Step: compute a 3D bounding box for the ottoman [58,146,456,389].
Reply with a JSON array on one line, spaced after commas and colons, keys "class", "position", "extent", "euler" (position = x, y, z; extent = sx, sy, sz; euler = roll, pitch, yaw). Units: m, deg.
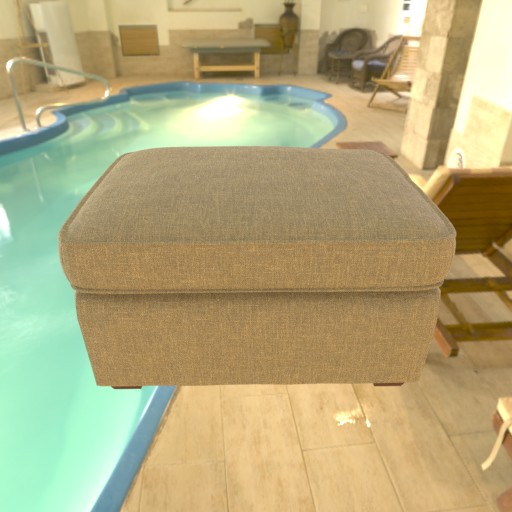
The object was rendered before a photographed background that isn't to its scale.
[{"class": "ottoman", "position": [0.000, 0.000, 1.117], "extent": [0.762, 0.457, 0.559], "euler": [-1, 30, -1]}]
